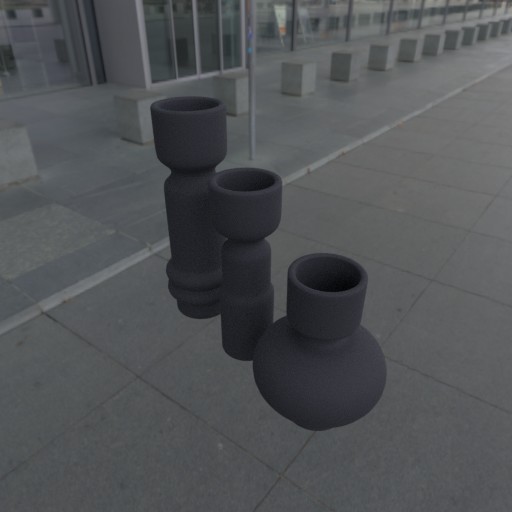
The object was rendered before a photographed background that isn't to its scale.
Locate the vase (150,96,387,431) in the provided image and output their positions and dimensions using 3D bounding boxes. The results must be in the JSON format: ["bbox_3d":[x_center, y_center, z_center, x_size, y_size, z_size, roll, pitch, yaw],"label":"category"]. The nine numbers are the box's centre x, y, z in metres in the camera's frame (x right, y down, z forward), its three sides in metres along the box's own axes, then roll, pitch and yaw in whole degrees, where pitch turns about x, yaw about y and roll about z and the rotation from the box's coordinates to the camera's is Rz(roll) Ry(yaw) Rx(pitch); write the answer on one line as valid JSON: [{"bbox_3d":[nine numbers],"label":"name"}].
[{"bbox_3d":[0.000,0.000,0.430,0.120,0.249,0.307,-21,37,-31],"label":"vase"}]
